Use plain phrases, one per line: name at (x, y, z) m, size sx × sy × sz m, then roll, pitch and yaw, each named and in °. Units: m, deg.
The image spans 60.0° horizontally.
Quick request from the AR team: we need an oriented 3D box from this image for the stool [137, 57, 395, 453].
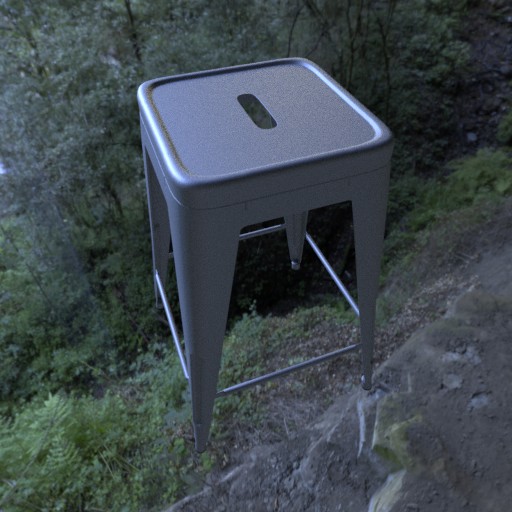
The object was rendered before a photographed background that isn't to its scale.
stool at (0.000, 0.000, 0.851) m, size 0.406 × 0.610 × 0.406 m, roll -15°, pitch 48°, yaw -14°
